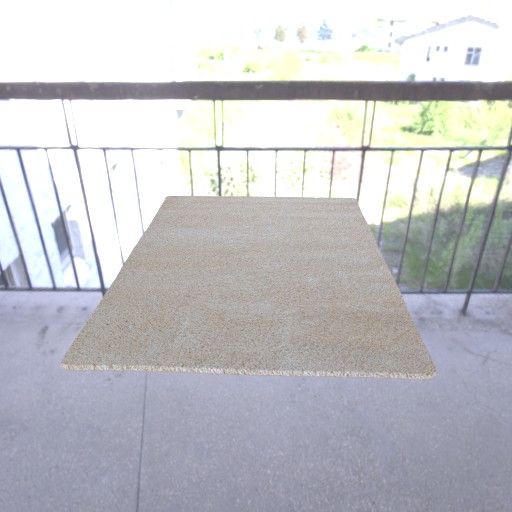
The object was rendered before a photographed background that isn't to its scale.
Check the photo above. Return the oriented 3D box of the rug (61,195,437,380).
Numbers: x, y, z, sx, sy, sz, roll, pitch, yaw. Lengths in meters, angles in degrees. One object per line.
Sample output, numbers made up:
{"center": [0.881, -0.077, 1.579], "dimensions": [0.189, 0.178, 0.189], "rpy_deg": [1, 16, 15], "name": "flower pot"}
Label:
{"center": [0.000, 0.000, 2.105], "dimensions": [1.199, 0.025, 1.600], "rpy_deg": [1, 27, 2], "name": "rug"}
